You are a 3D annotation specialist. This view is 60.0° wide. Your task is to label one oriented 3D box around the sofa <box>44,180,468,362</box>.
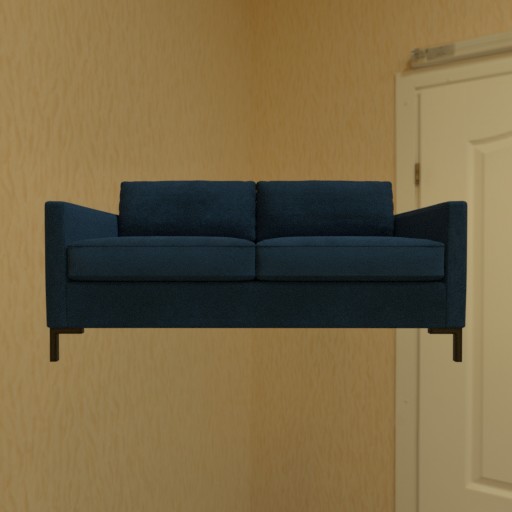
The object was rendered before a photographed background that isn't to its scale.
[{"bbox_3d":[0.000,0.000,2.124,1.676,0.817,0.875,0,1,0],"label":"sofa"}]
